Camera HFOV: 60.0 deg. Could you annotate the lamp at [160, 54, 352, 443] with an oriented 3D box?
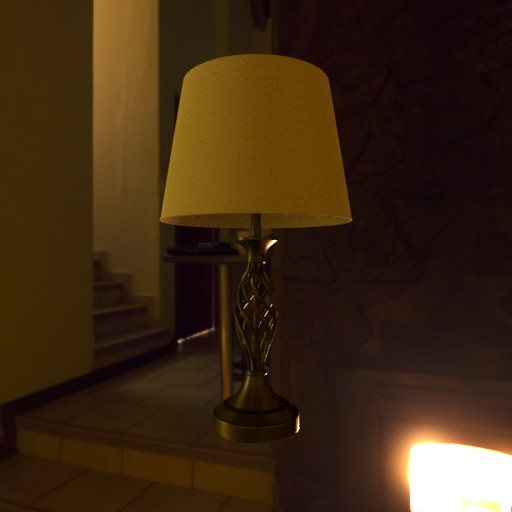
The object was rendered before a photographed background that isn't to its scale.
[{"bbox_3d":[0.000,0.000,0.777,0.331,0.594,0.331,0,0,0],"label":"lamp"}]
